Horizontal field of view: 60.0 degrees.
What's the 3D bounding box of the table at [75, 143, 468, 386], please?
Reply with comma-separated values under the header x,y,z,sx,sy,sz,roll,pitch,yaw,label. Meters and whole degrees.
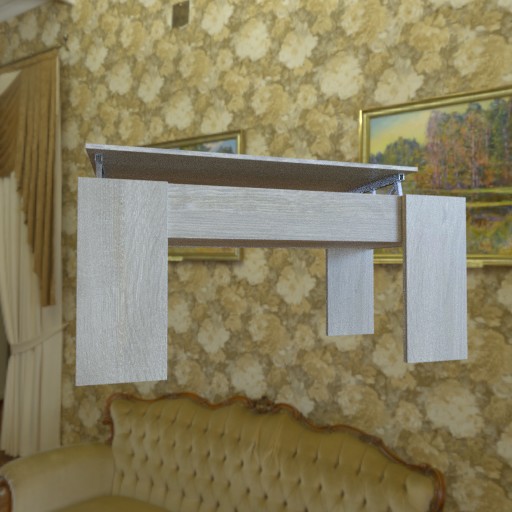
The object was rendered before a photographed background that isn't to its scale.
x,y,z,sx,sy,sz,roll,pitch,yaw,label
0.000,0.000,1.412,1.000,0.570,0.711,0,-2,-16,table
